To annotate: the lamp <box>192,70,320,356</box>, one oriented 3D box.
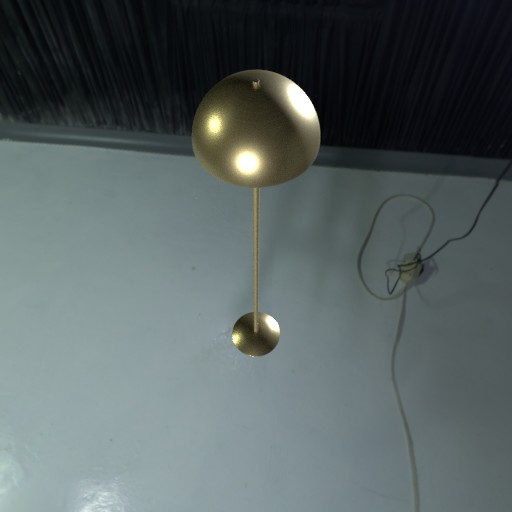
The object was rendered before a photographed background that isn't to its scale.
[{"bbox_3d":[0.000,0.000,1.621,0.328,1.480,0.328,2,58,1],"label":"lamp"}]
